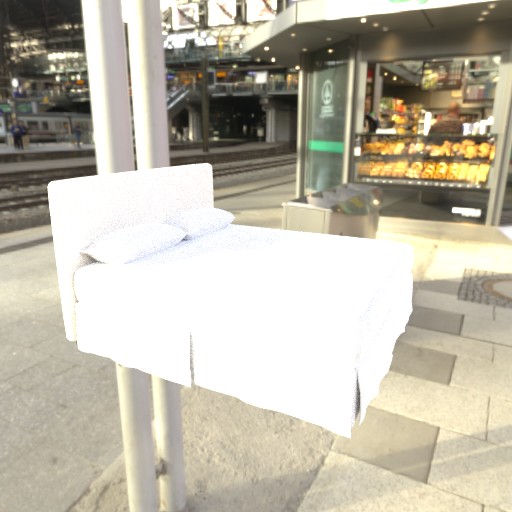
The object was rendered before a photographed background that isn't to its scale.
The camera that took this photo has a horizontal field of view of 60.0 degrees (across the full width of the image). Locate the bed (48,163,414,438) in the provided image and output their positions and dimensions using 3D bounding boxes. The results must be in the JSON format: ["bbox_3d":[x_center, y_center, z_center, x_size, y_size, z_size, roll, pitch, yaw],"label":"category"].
[{"bbox_3d":[0.000,0.000,3.656,2.341,1.317,2.119,8,18,26],"label":"bed"}]
